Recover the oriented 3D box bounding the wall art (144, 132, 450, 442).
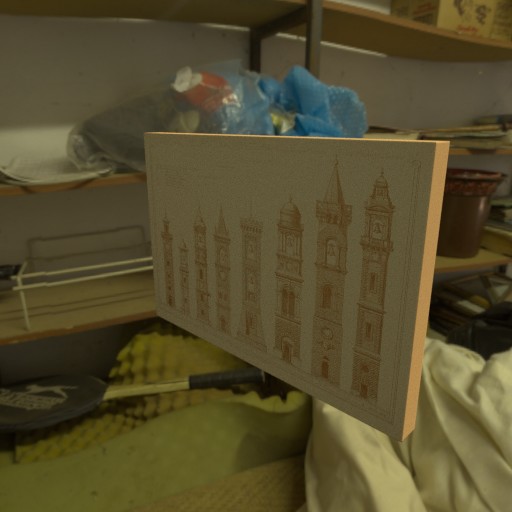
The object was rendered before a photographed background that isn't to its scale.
[{"bbox_3d":[0.000,0.000,0.779,0.609,0.407,0.039,16,23,42],"label":"wall art"}]
